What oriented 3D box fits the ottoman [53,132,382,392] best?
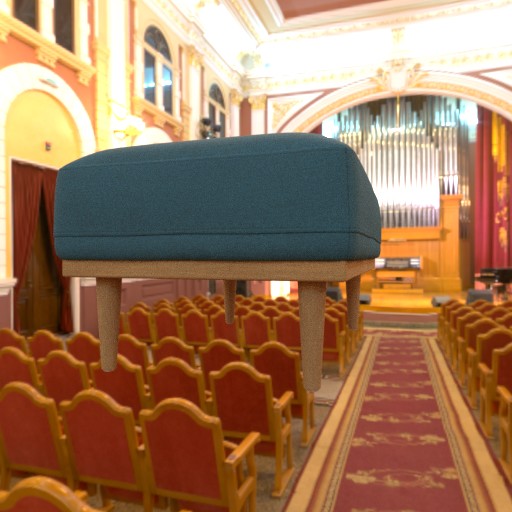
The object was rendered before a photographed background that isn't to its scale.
[{"bbox_3d":[0.000,0.000,1.055,0.549,0.428,0.749,0,0,18],"label":"ottoman"}]
